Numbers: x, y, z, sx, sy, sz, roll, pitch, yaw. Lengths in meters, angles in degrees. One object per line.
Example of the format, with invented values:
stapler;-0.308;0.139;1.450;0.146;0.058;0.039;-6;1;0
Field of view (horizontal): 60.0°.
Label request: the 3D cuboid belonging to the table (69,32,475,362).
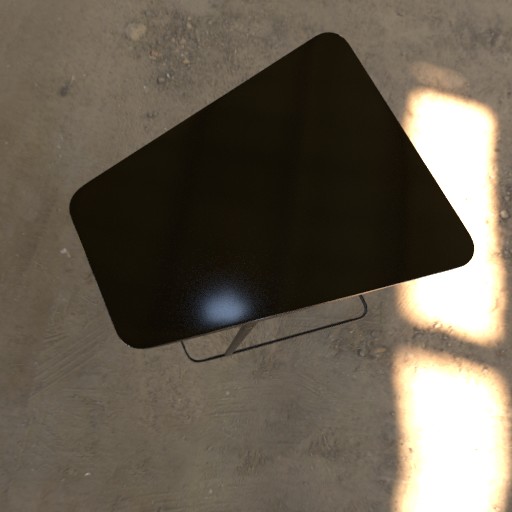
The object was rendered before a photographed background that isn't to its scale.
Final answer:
table;0.000;0.000;0.938;0.500;0.624;0.427;-25;76;-7
